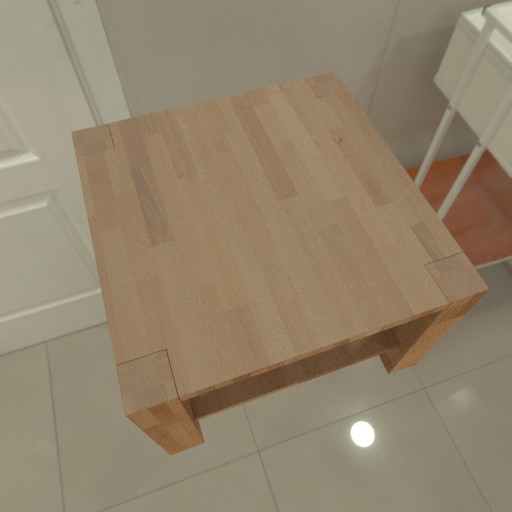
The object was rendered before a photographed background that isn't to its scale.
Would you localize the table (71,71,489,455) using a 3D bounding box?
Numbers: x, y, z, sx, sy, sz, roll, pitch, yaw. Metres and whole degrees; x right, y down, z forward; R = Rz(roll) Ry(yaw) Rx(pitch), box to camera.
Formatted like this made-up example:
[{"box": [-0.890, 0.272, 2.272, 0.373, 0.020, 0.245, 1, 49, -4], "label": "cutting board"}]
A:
[{"box": [0.000, 0.000, 1.150, 0.700, 0.451, 0.700, -17, 60, -10], "label": "table"}]
